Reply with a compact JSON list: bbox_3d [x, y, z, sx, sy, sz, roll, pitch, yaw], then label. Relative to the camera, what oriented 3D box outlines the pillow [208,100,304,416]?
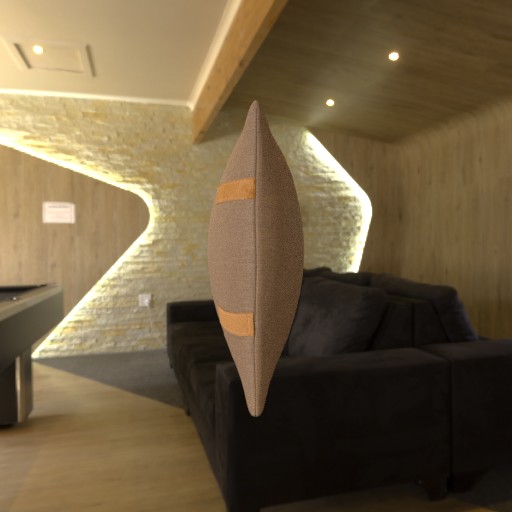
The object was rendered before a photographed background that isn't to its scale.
[{"bbox_3d":[0.000,0.000,0.730,0.148,0.308,0.612,0,1,0],"label":"pillow"}]
